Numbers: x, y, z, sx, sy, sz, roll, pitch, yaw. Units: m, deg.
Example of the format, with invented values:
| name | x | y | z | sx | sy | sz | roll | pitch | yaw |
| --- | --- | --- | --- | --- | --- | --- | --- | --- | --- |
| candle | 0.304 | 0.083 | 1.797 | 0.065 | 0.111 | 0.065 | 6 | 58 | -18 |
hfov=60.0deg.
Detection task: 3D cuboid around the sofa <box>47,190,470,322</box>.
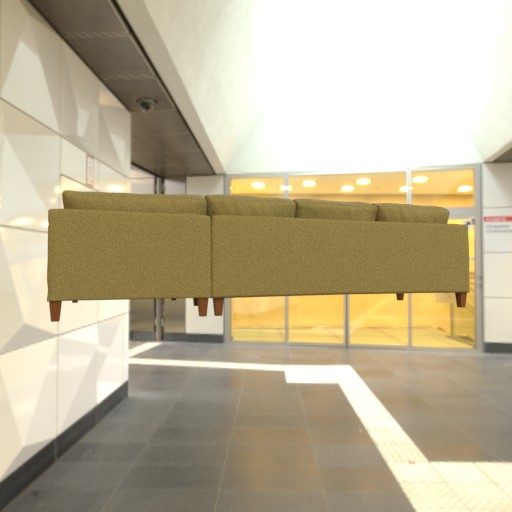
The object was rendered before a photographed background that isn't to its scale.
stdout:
| name | x | y | z | sx | sy | sz | roll | pitch | yaw |
| --- | --- | --- | --- | --- | --- | --- | --- | --- | --- |
| sofa | 0.000 | 0.000 | 3.925 | 3.186 | 0.861 | 1.625 | 0 | -2 | -18 |
